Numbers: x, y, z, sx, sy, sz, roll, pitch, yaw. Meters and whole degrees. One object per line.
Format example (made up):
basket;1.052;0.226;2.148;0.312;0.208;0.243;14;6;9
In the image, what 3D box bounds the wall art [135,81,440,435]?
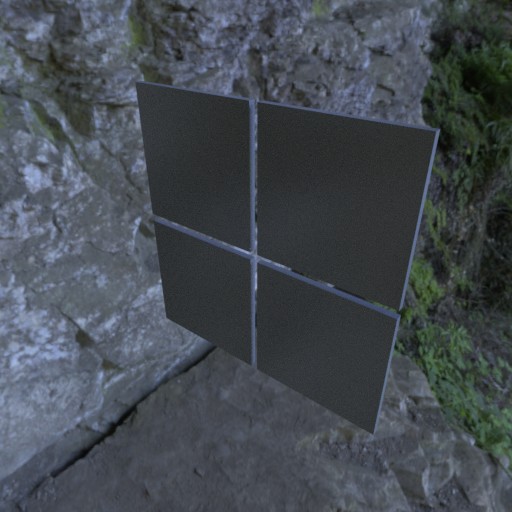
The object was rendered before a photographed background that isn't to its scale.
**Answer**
wall art;0.000;0.000;1.655;1.118;1.118;0.029;22;37;32
